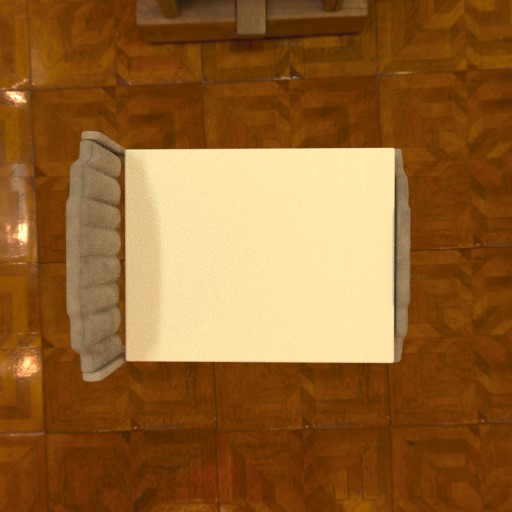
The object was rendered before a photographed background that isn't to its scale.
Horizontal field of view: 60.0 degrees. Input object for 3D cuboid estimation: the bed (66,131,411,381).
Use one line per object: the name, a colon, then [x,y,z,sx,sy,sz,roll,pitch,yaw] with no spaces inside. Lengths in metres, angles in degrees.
bed: [0.000,0.000,3.335,2.340,1.245,1.676,0,91,2]
